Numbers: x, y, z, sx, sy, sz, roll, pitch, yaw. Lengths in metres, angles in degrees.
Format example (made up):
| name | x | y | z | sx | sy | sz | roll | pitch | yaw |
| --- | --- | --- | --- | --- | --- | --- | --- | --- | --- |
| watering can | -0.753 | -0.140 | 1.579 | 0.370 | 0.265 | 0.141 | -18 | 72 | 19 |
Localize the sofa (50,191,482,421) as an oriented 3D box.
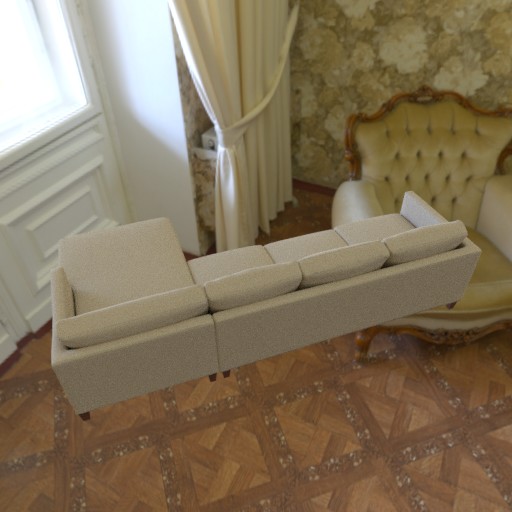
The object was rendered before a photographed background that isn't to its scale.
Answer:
| name | x | y | z | sx | sy | sz | roll | pitch | yaw |
| --- | --- | --- | --- | --- | --- | --- | --- | --- | --- |
| sofa | 0.000 | 0.000 | 3.770 | 3.186 | 0.861 | 1.625 | -13 | 43 | -15 |
